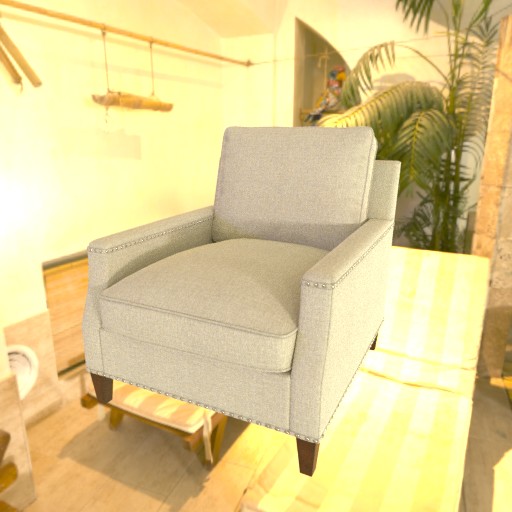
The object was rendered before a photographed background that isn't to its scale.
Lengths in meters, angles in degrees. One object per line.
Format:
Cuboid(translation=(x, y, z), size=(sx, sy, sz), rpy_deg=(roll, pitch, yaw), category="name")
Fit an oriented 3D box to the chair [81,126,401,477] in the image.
Cuboid(translation=(0.000, 0.000, 1.666), size=(0.853, 0.943, 1.014), rpy_deg=(8, 18, 25), category="chair")
